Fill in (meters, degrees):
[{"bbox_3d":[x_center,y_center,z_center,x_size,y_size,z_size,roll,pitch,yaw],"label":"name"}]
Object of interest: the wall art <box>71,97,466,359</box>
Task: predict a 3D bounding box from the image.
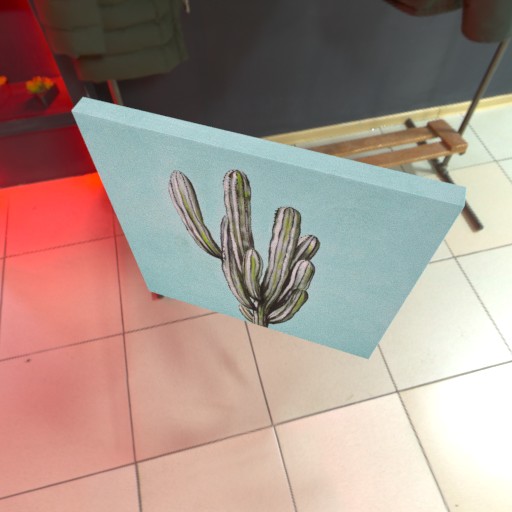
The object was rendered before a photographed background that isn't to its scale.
[{"bbox_3d":[0.000,0.000,0.909,0.603,0.603,0.036,16,59,10],"label":"wall art"}]
